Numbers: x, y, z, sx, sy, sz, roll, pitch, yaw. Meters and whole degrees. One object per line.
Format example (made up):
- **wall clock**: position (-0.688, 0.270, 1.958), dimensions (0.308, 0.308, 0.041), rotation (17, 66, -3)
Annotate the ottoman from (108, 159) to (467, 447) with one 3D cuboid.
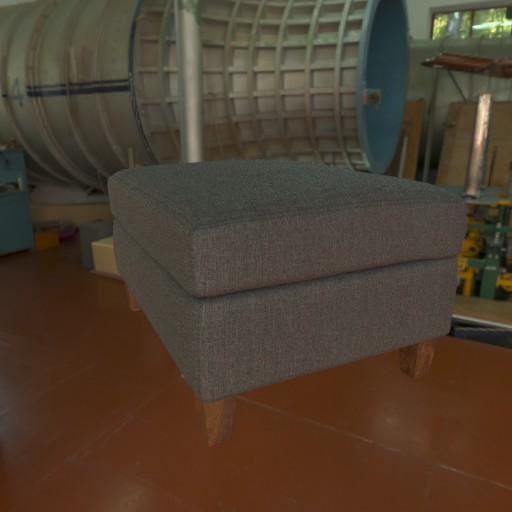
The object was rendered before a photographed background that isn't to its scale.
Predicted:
- **ottoman**: position (0.000, 0.000, 1.196), dimensions (0.639, 0.496, 0.826), rotation (-8, 18, -25)
